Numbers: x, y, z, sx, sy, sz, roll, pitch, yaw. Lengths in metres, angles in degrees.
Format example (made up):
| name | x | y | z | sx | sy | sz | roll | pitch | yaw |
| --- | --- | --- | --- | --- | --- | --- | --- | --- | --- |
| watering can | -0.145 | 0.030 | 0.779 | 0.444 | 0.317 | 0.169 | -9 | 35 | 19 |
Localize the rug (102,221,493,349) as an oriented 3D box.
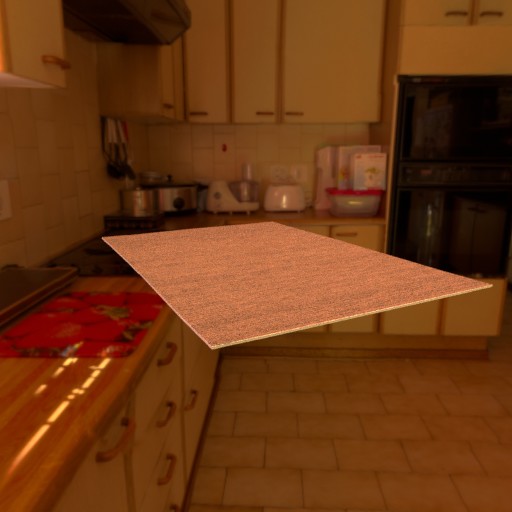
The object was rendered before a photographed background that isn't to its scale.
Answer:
| name | x | y | z | sx | sy | sz | roll | pitch | yaw |
| --- | --- | --- | --- | --- | --- | --- | --- | --- | --- |
| rug | 0.000 | 0.000 | 2.984 | 1.616 | 0.030 | 2.338 | -7 | 16 | -27 |
